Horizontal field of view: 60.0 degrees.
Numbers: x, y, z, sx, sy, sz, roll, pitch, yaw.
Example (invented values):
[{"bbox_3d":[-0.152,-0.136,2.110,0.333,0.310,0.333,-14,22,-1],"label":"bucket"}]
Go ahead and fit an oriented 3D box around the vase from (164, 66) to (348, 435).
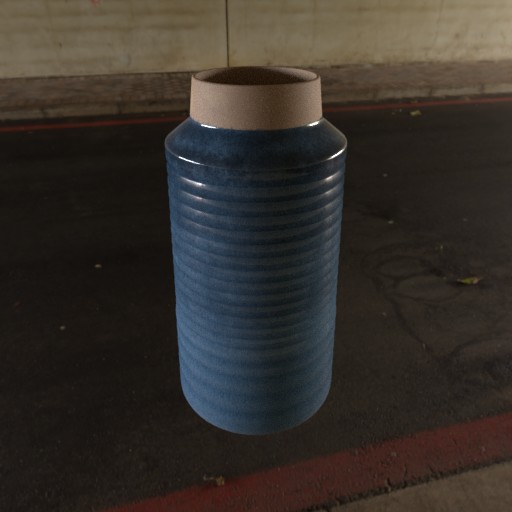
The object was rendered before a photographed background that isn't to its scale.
[{"bbox_3d":[0.000,0.000,0.413,0.163,0.316,0.163,0,31,0],"label":"vase"}]
